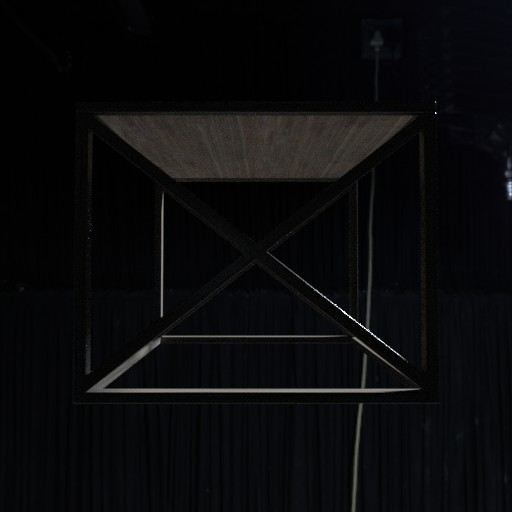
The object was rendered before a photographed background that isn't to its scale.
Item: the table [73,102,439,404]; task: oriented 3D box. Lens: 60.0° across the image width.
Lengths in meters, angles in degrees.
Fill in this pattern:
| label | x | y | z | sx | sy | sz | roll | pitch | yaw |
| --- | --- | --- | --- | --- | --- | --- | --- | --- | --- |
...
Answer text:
| label | x | y | z | sx | sy | sz | roll | pitch | yaw |
| --- | --- | --- | --- | --- | --- | --- | --- | --- | --- |
| table | 0.000 | 0.000 | 1.048 | 0.611 | 0.507 | 0.609 | 0 | -1 | 0 |
